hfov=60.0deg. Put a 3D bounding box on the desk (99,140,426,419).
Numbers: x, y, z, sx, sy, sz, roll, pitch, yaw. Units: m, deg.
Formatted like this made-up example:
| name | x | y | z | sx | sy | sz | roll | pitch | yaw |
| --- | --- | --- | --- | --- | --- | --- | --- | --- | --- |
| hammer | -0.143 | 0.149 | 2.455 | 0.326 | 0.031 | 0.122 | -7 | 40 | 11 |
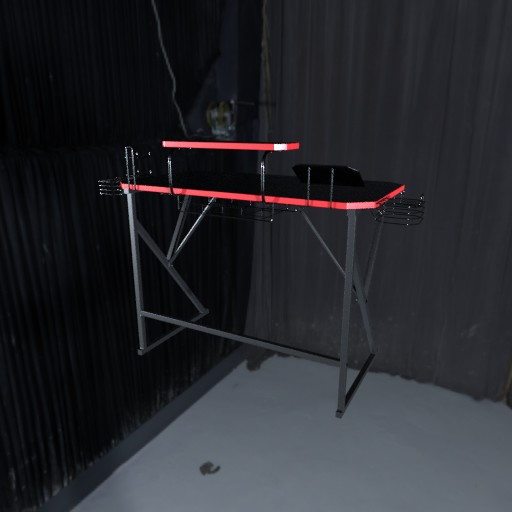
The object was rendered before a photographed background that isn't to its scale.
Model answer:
| name | x | y | z | sx | sy | sz | roll | pitch | yaw |
| --- | --- | --- | --- | --- | --- | --- | --- | --- | --- |
| desk | 0.000 | 0.000 | 1.801 | 1.280 | 0.913 | 0.588 | 9 | 19 | 27 |
